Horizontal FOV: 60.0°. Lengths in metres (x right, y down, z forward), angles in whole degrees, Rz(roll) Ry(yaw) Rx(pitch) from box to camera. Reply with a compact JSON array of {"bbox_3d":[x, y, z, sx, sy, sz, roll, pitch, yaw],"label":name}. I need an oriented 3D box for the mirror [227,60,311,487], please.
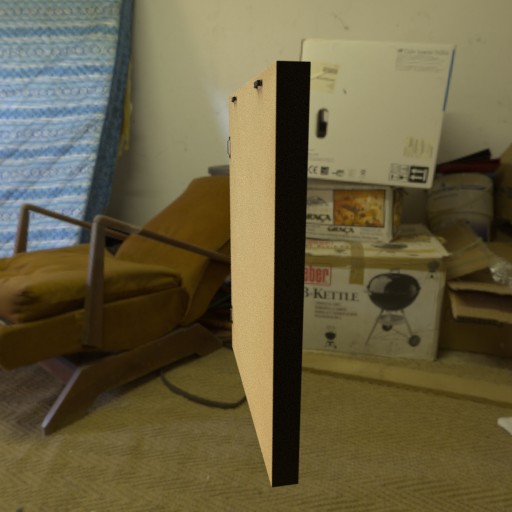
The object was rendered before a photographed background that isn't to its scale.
[{"bbox_3d":[0.000,0.000,0.700,0.041,0.509,0.406,-3,15,-10],"label":"mirror"}]
